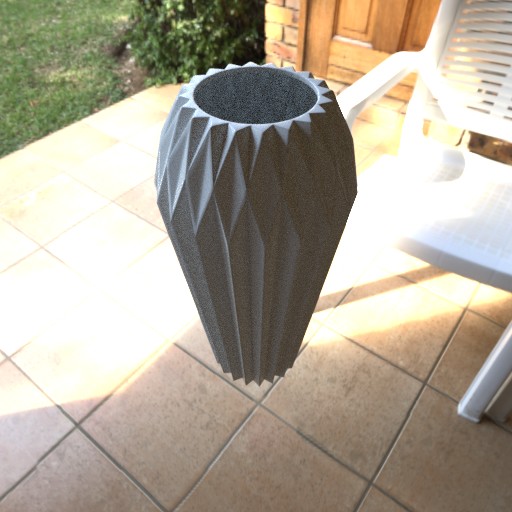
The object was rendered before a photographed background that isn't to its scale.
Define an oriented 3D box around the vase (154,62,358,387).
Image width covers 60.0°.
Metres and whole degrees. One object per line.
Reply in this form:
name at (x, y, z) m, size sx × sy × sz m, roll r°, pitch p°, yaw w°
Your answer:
vase at (0.000, 0.000, 0.344) m, size 0.133 × 0.263 × 0.133 m, roll 0°, pitch 45°, yaw 0°
